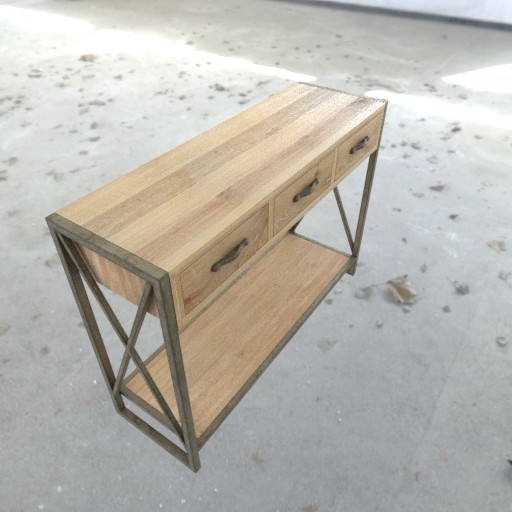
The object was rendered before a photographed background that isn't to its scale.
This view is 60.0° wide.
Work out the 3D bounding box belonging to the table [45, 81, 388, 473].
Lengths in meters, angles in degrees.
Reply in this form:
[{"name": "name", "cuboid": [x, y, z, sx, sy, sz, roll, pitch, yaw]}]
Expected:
[{"name": "table", "cuboid": [0.000, 0.000, 1.441, 0.361, 0.763, 1.059, 24, 45, 26]}]
